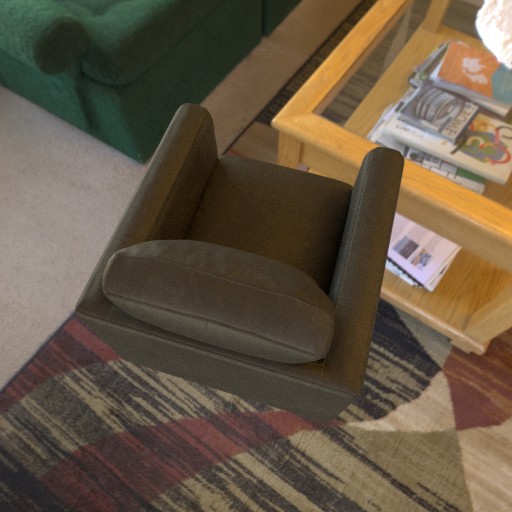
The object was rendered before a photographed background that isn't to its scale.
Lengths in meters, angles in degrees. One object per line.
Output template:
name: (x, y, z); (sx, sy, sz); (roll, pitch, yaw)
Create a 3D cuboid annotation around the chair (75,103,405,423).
chair: (0.000, 0.000, 1.573); (0.831, 0.898, 0.879); (15, 64, 8)
